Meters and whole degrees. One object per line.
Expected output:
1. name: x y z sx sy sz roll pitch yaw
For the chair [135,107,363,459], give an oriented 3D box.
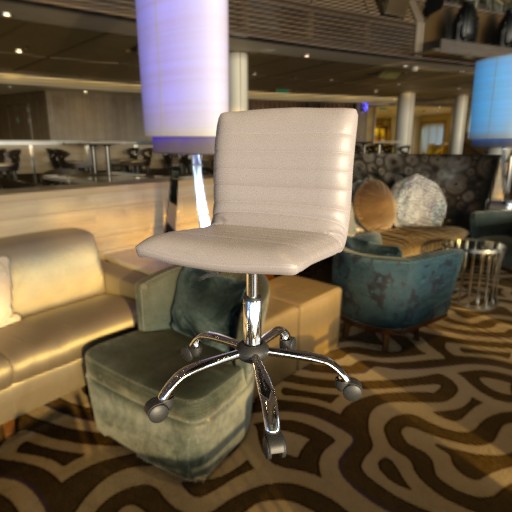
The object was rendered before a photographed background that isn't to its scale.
1. chair: 0.000 0.000 1.142 0.569 0.750 0.542 7 16 25
